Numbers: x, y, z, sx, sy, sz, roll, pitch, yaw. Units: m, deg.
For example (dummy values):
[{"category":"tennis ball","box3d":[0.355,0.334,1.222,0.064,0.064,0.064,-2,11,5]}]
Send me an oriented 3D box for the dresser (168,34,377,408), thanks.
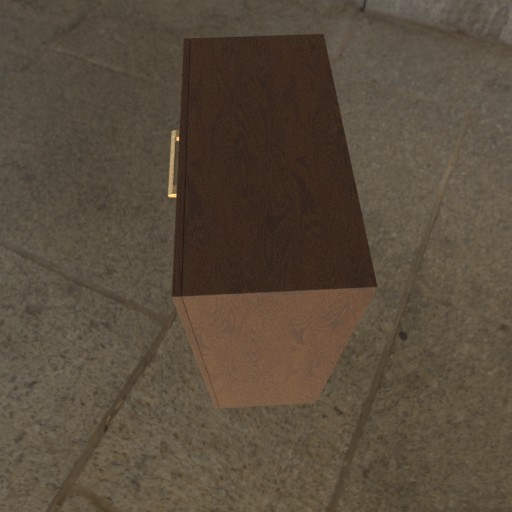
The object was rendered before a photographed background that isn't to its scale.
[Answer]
[{"category":"dresser","box3d":[0.000,0.000,1.836,0.516,1.320,0.964,-3,60,-2]}]
